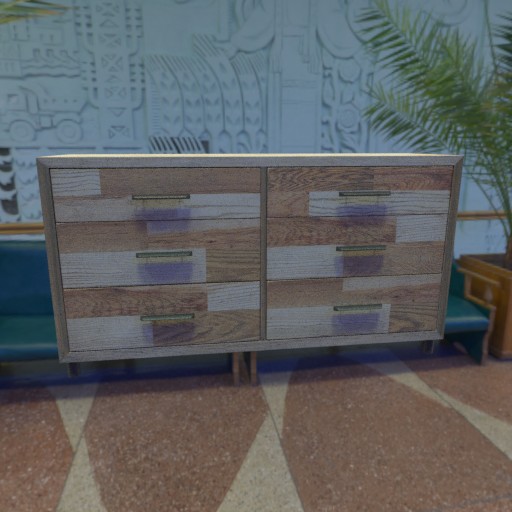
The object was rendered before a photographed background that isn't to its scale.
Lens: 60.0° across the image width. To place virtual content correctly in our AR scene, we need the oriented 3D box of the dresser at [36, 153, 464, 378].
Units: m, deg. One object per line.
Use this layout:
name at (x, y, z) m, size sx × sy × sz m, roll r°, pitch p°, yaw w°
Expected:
dresser at (0.000, 0.000, 1.878) m, size 1.547 × 0.834 × 0.487 m, roll -2°, pitch 14°, yaw -8°
